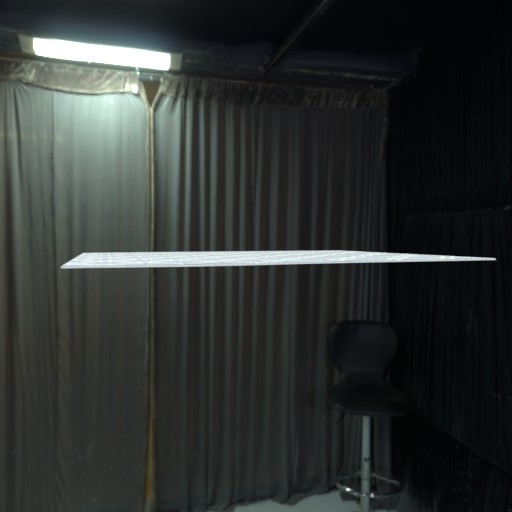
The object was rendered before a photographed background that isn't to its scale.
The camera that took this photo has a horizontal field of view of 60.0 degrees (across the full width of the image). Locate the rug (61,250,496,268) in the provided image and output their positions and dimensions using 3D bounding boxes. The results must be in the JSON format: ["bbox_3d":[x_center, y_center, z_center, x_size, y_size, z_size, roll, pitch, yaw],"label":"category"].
[{"bbox_3d":[0.000,0.000,3.825,2.895,0.018,2.288,-1,2,-19],"label":"rug"}]
